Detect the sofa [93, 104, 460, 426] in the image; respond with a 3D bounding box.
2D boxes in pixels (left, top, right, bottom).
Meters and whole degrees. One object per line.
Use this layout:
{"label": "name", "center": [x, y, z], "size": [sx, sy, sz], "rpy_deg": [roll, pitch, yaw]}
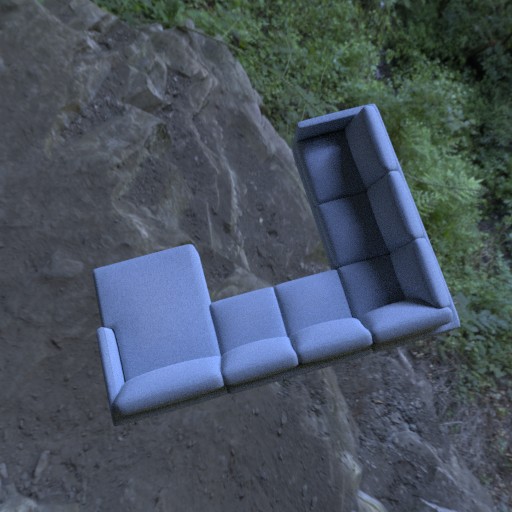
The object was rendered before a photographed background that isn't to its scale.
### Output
{"label": "sofa", "center": [0.000, 0.000, 4.641], "size": [3.403, 0.889, 2.551], "rpy_deg": [-15, 76, -4]}
